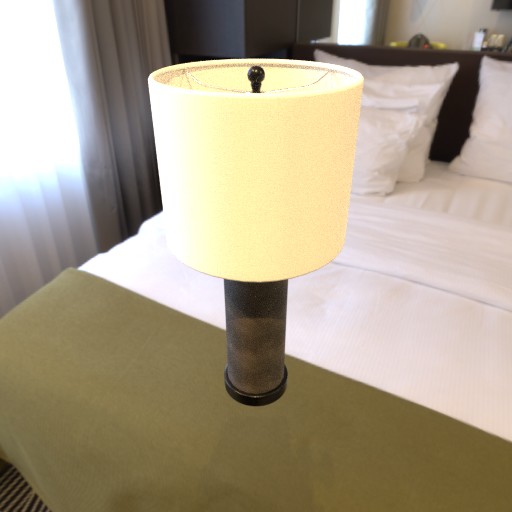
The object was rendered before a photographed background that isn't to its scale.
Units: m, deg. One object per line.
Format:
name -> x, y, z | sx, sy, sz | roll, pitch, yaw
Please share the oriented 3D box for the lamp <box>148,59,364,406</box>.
lamp -> 0.000, 0.000, 0.797 | 0.305, 0.634, 0.305 | -1, 31, -2
